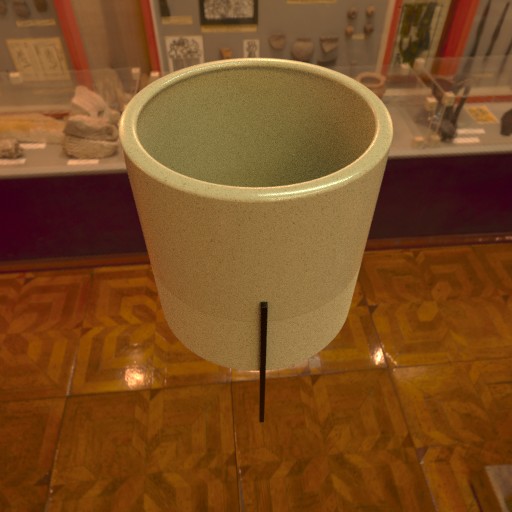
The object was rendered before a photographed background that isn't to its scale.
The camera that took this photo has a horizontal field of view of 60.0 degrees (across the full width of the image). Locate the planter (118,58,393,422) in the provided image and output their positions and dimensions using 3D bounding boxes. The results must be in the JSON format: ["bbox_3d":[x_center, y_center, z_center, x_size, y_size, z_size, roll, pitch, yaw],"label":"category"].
[{"bbox_3d":[0.000,0.000,0.683,0.314,0.475,0.323,-2,47,-2],"label":"planter"}]
